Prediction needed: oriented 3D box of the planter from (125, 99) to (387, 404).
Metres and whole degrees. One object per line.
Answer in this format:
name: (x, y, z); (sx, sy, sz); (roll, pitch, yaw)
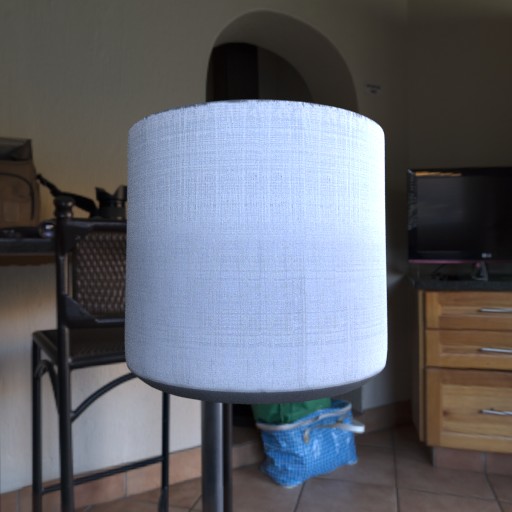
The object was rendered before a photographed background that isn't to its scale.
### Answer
planter: (0.000, 0.000, 0.389); (0.221, 0.201, 0.221); (0, 0, 0)
